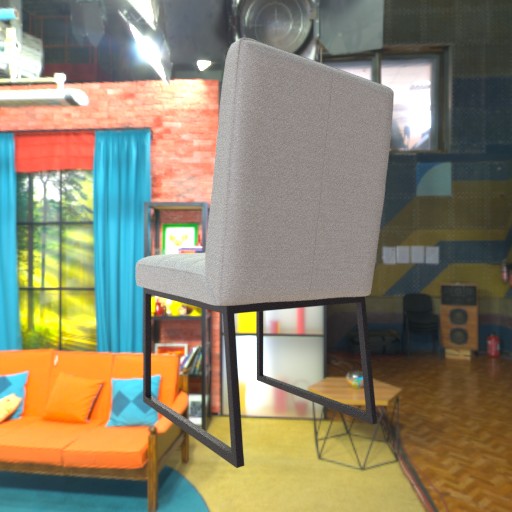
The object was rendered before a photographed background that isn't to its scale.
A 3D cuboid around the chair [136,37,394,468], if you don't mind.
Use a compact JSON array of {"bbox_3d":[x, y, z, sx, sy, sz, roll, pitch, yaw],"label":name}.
[{"bbox_3d":[0.000,0.000,1.309,0.520,0.930,0.634,0,-1,-35],"label":"chair"}]
